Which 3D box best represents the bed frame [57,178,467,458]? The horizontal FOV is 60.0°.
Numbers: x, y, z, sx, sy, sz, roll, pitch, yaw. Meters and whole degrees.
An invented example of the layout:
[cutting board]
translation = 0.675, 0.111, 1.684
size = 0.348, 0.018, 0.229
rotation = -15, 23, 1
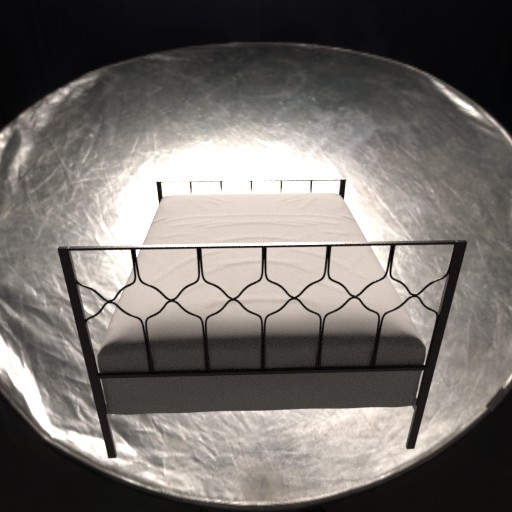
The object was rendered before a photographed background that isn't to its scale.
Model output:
[bed frame]
translation = 0.000, 0.000, 2.920
size = 1.597, 1.222, 2.063
rotation = -1, 29, -2
